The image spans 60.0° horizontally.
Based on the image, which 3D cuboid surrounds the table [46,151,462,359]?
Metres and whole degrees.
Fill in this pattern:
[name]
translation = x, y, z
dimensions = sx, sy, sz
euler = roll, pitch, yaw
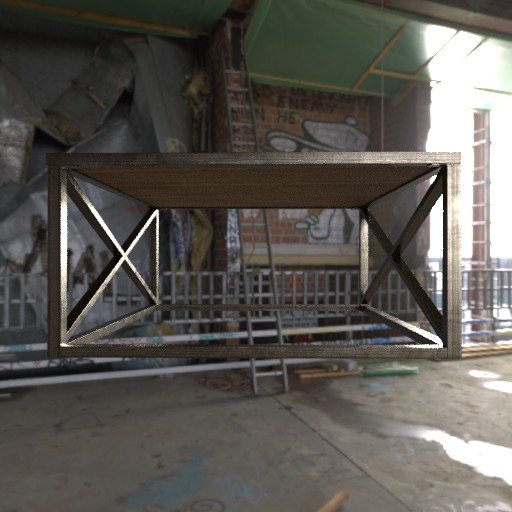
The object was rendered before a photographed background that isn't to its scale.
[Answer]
[table]
translation = 0.000, 0.000, 1.416
dimensions = 0.909, 0.451, 0.899
euler = 0, 0, 1
